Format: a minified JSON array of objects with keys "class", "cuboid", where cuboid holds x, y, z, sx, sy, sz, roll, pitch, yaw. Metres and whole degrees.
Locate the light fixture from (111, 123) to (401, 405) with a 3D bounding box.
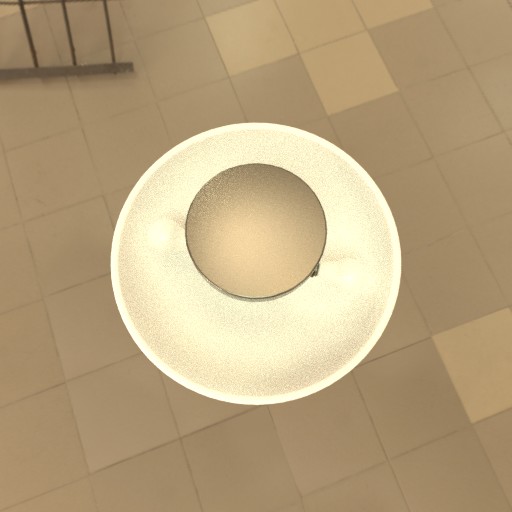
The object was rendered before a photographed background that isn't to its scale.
[{"class":"light fixture","cuboid":[0.000,0.000,0.521,0.330,0.214,0.330,0,76,0]}]
